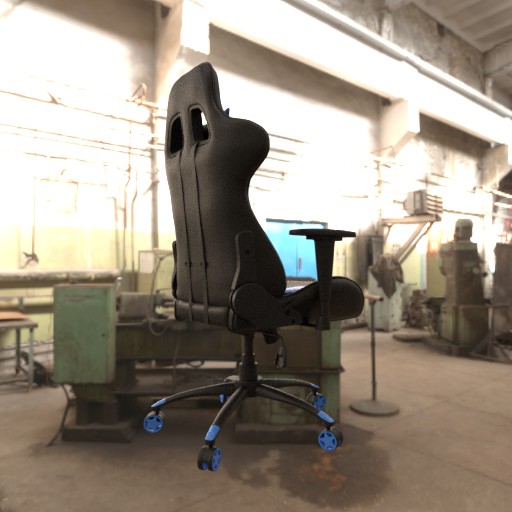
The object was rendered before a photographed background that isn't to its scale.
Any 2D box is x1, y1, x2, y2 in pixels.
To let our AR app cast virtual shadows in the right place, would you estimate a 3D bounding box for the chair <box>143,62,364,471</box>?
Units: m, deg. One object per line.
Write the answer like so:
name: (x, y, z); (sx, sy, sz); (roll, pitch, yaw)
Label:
chair: (0.000, 0.000, 1.677); (0.730, 1.282, 0.695); (1, -1, -38)
